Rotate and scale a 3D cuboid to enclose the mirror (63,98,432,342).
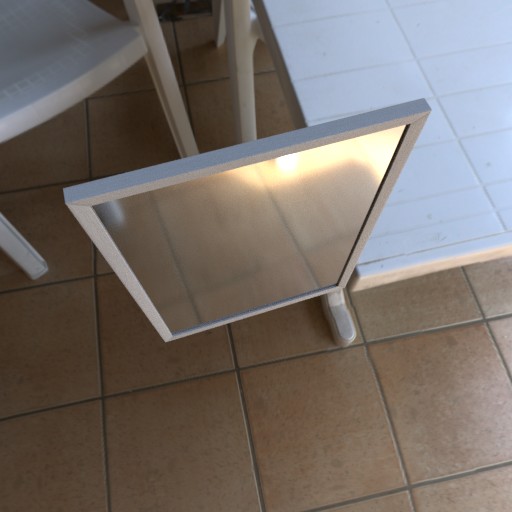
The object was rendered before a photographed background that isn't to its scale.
[{"bbox_3d":[0.000,0.000,1.345,0.762,1.016,0.040,-16,65,-8],"label":"mirror"}]
